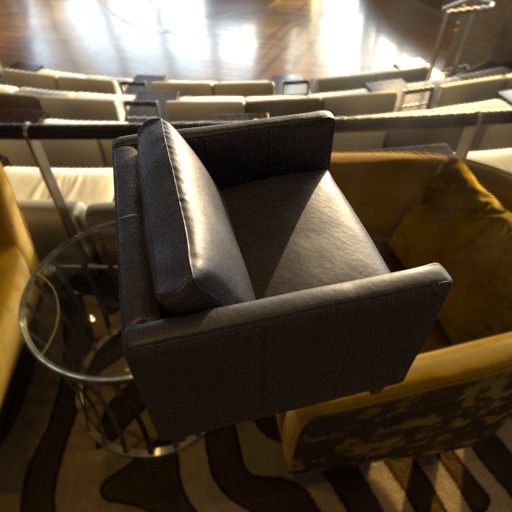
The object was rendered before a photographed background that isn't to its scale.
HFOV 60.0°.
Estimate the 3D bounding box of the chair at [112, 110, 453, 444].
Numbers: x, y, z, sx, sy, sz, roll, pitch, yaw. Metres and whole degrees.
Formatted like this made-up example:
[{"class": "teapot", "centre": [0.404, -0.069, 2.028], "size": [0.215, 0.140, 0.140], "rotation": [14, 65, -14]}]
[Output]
[{"class": "chair", "centre": [0.000, 0.000, 1.571], "size": [0.862, 0.811, 0.939], "rotation": [-10, 48, -10]}]
